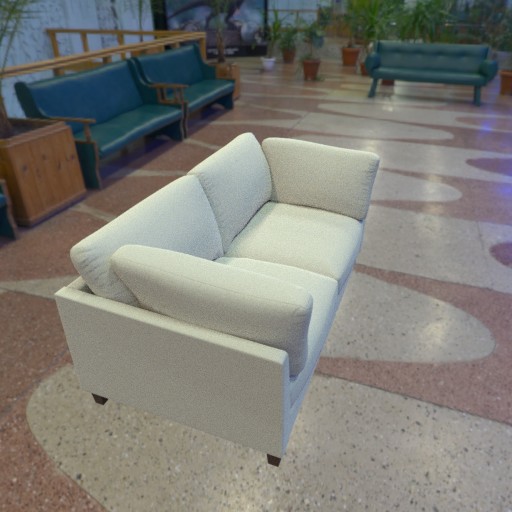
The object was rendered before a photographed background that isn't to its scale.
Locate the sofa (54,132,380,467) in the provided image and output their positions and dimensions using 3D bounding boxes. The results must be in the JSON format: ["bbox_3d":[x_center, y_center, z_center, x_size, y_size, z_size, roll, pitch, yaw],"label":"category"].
[{"bbox_3d":[0.000,0.000,2.311,0.970,0.836,1.776,11,32,18],"label":"sofa"}]
